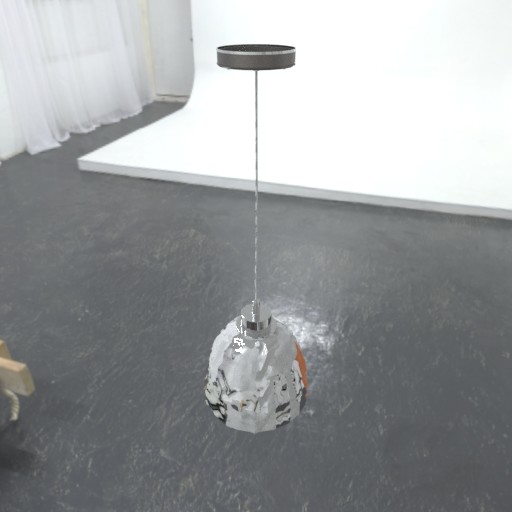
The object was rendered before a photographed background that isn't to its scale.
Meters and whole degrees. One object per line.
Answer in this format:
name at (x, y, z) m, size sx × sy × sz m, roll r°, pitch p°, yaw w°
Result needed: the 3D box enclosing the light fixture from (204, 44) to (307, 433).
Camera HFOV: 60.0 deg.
light fixture at (0.000, 0.000, 1.770) m, size 0.496 × 1.511 × 0.500 m, roll -1°, pitch 30°, yaw -2°
